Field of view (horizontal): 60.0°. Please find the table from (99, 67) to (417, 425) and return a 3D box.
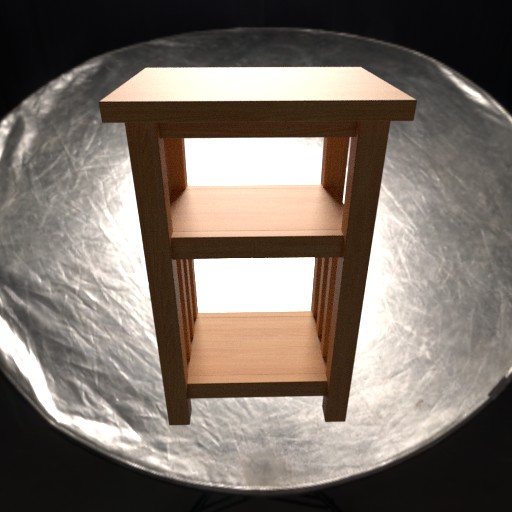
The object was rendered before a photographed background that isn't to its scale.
[{"bbox_3d":[0.000,0.000,0.740,0.350,0.550,0.270,-1,30,-1],"label":"table"}]
